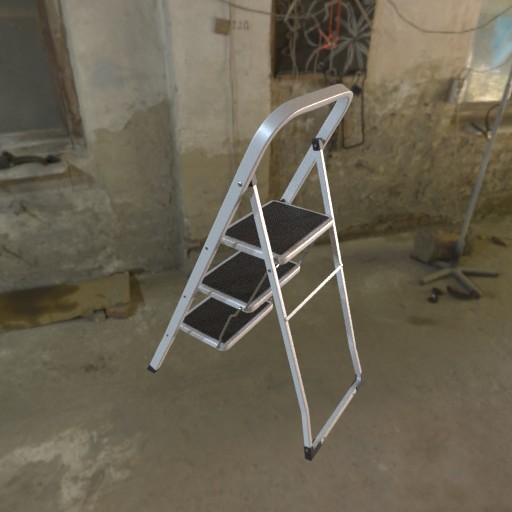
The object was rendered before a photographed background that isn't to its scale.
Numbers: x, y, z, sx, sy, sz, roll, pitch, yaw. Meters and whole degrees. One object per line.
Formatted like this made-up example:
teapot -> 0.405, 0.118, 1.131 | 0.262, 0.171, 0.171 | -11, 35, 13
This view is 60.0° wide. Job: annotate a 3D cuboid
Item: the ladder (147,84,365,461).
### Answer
ladder -> 0.000, 0.000, 1.422 | 0.711, 1.050, 0.460 | 20, 37, 30
